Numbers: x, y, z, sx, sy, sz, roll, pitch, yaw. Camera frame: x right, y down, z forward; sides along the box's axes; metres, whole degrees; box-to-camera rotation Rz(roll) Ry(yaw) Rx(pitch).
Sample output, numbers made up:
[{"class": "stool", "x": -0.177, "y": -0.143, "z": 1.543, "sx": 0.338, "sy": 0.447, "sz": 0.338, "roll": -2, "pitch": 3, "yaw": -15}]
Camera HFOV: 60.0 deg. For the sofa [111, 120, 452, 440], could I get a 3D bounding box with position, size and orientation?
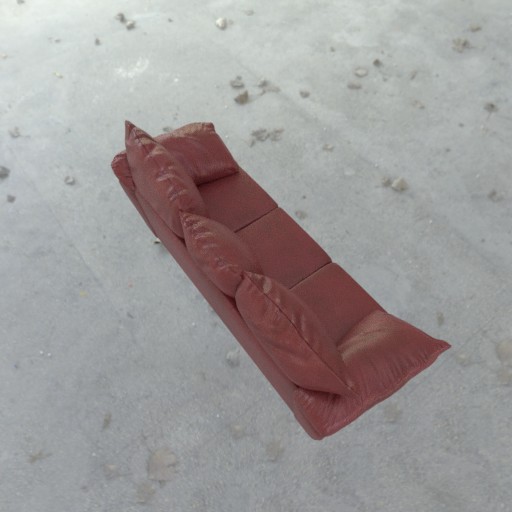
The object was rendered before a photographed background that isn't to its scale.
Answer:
[{"class": "sofa", "x": 0.000, "y": 0.000, "z": 2.926, "sx": 0.907, "sy": 1.091, "sz": 2.390, "roll": -32, "pitch": 62, "yaw": -19}]
